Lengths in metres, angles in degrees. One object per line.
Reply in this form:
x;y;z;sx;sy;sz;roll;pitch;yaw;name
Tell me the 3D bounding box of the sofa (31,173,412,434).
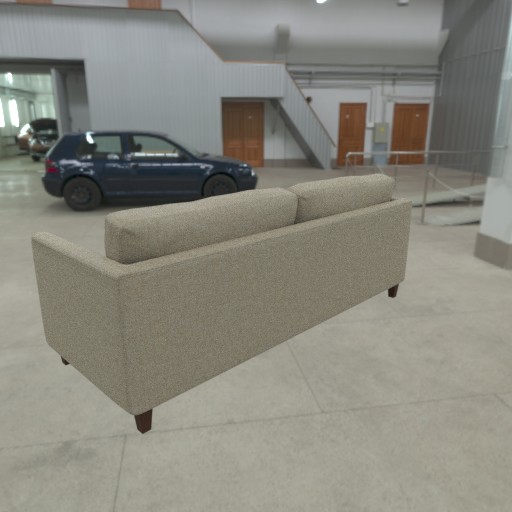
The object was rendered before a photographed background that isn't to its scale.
0.000;0.000;2.876;0.951;0.965;2.434;16;23;42;sofa
